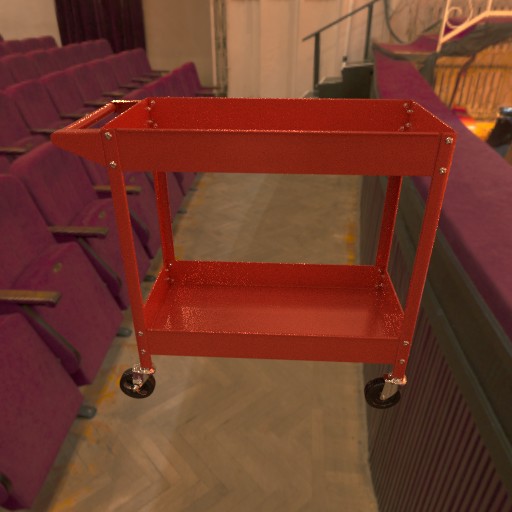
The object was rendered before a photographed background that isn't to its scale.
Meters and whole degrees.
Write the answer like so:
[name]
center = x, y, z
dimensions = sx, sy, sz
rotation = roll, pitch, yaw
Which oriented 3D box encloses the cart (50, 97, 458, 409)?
[cart]
center = 0.000, 0.000, 1.142
dimensions = 0.779, 0.719, 0.366
rotation = 2, 29, 3
